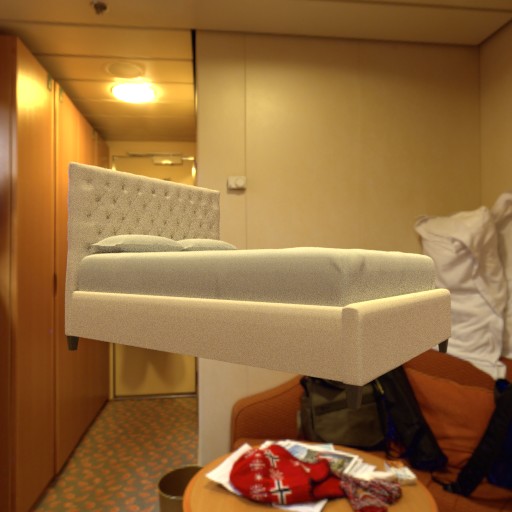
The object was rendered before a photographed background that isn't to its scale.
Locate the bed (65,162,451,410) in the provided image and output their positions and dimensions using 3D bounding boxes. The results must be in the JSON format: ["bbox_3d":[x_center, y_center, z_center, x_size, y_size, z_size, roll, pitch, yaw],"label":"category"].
[{"bbox_3d":[0.000,0.000,3.338,2.387,1.427,1.698,-1,-1,36],"label":"bed"}]
